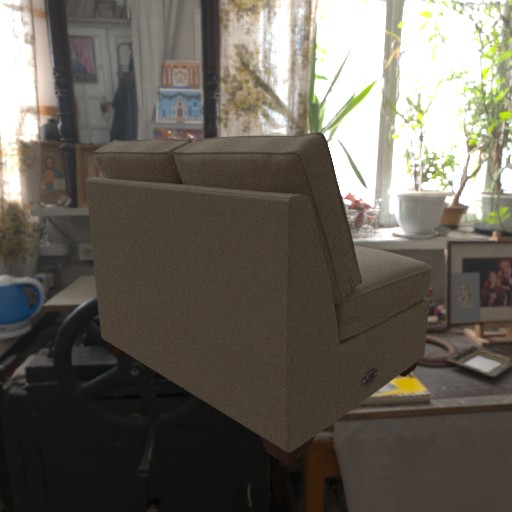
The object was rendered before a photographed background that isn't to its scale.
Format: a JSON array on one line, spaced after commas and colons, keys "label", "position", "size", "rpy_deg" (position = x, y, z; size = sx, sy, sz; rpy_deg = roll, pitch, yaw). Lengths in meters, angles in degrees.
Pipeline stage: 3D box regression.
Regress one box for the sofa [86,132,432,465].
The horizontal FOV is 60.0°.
[{"label": "sofa", "position": [0.000, 0.000, 1.969], "size": [1.237, 1.008, 0.951], "rpy_deg": [13, 18, 44]}]
